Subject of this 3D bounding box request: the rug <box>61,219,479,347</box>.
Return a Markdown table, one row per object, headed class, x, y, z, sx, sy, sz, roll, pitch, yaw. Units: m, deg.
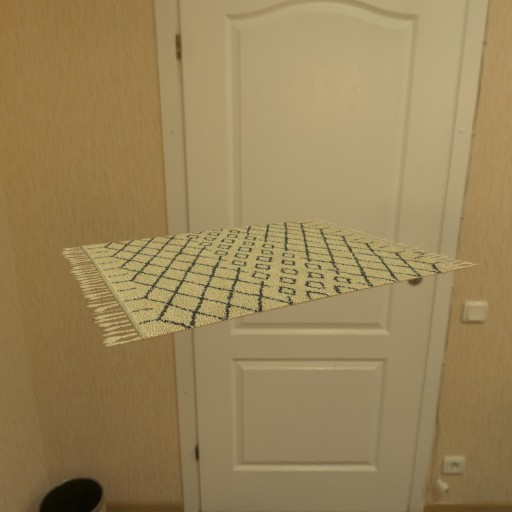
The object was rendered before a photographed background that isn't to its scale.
| class | x | y | z | sx | sy | sz | roll | pitch | yaw |
| --- | --- | --- | --- | --- | --- | --- | --- | --- | --- |
| rug | 0.000 | 0.000 | 4.194 | 3.213 | 0.030 | 2.388 | -9 | 18 | -28 |
